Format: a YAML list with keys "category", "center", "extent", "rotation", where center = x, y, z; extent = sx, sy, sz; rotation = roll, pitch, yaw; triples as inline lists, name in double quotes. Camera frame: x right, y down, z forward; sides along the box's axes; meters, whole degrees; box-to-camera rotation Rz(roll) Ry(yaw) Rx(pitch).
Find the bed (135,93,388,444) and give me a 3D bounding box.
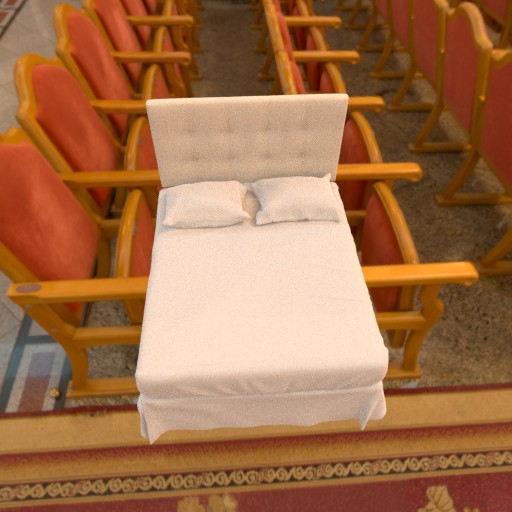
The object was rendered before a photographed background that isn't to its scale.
- category: "bed"
  center: [0.000, 0.000, 3.452]
  extent: [1.936, 1.577, 2.222]
  rotation: [-3, 48, -2]
